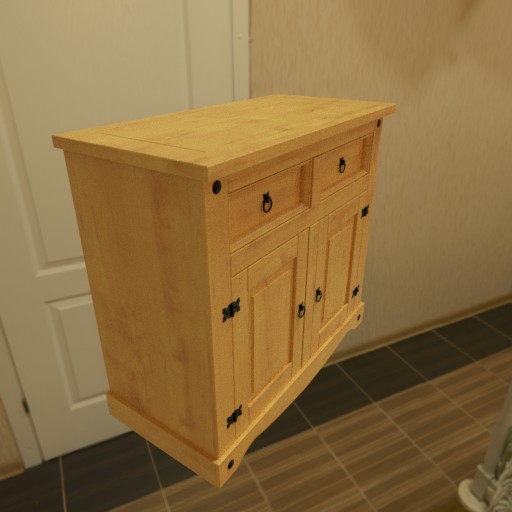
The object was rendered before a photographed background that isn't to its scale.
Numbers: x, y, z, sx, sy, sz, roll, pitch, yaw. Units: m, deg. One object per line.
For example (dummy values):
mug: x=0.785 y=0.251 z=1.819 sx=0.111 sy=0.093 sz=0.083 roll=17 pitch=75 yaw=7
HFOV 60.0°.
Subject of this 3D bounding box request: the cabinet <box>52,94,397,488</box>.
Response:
cabinet: x=0.000 y=0.000 z=1.381 sx=0.450 sy=0.840 sz=0.920 roll=17 pitch=31 yaw=31
